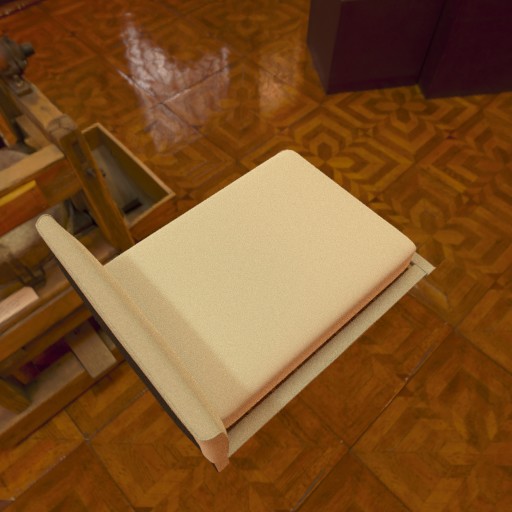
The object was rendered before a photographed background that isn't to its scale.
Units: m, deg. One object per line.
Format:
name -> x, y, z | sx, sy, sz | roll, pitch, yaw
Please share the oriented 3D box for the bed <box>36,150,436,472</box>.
bed -> 0.000, 0.000, 3.357 | 2.368, 1.067, 1.840 | -36, 64, -21
